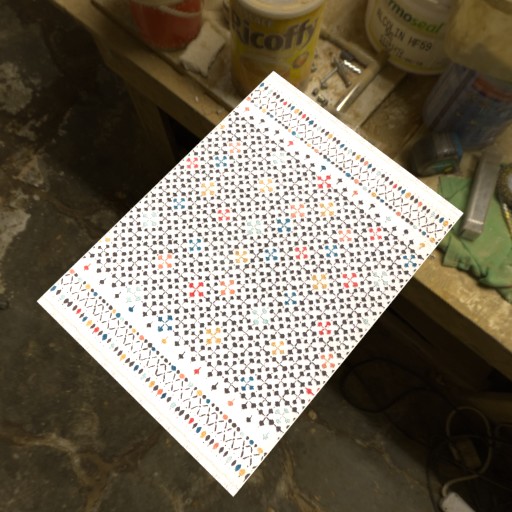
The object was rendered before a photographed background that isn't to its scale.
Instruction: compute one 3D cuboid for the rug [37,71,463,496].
[{"bbox_3d":[0.000,0.000,4.037,2.354,0.007,3.196,40,78,10],"label":"rug"}]
